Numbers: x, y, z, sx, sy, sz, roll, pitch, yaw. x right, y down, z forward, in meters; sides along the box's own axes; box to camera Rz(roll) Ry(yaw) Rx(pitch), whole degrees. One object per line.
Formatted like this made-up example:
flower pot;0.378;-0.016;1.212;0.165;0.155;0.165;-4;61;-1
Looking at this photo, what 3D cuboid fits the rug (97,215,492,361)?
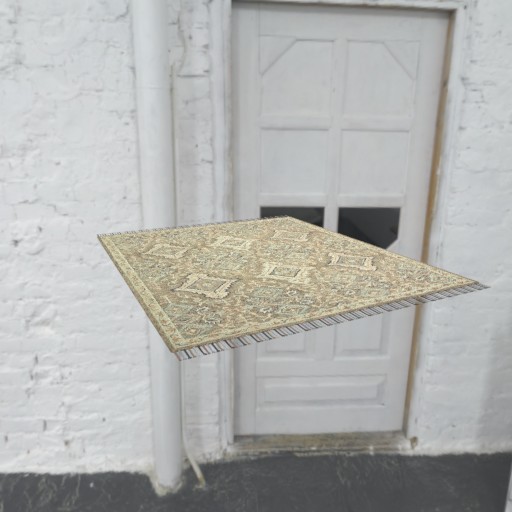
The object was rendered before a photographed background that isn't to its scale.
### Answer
rug;0.000;0.000;4.109;2.437;0.010;3.056;-8;18;-25
